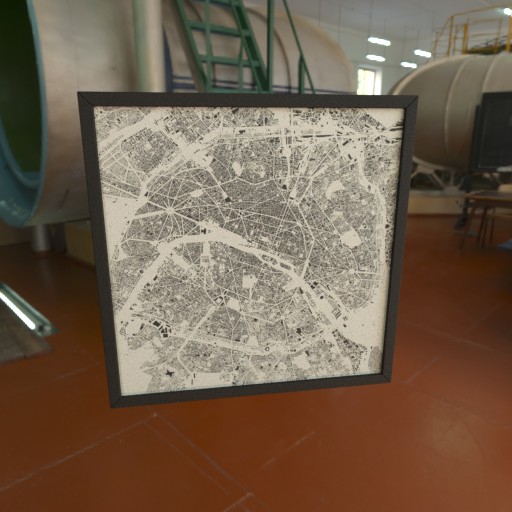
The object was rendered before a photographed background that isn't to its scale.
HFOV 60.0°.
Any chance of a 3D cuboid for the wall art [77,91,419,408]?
[{"bbox_3d":[0.000,0.000,0.739,0.508,0.508,0.037,-3,16,-9],"label":"wall art"}]
